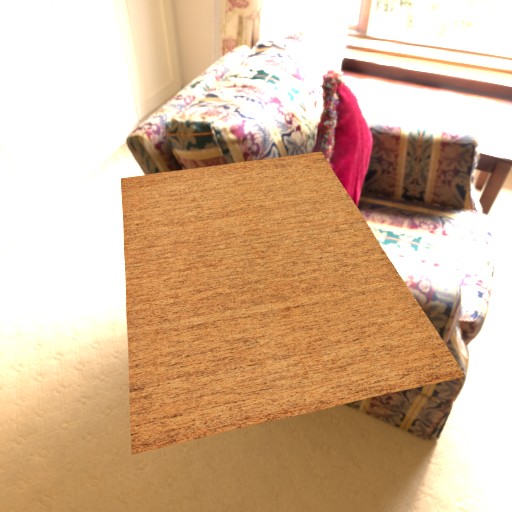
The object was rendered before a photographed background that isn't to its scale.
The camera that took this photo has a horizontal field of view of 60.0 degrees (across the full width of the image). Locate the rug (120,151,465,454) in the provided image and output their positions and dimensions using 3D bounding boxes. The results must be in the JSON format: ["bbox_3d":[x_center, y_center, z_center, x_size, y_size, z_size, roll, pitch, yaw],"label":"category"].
[{"bbox_3d":[0.000,0.000,4.198,2.438,0.012,3.200,-10,46,-10],"label":"rug"}]
